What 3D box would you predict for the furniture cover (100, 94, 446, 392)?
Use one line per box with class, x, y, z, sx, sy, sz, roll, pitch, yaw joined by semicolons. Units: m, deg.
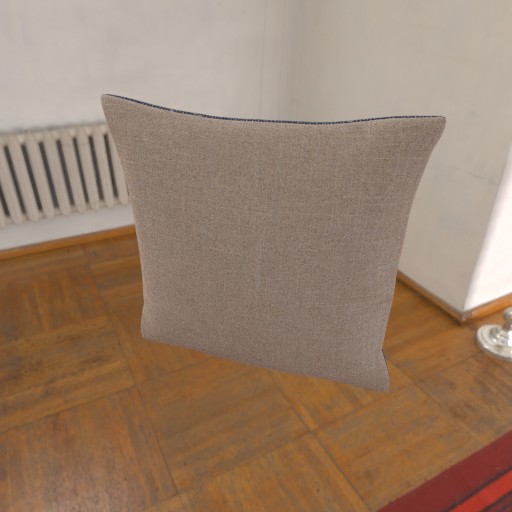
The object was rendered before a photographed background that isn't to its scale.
furniture cover;0.000;0.000;0.753;0.511;0.503;0.162;9;33;15
